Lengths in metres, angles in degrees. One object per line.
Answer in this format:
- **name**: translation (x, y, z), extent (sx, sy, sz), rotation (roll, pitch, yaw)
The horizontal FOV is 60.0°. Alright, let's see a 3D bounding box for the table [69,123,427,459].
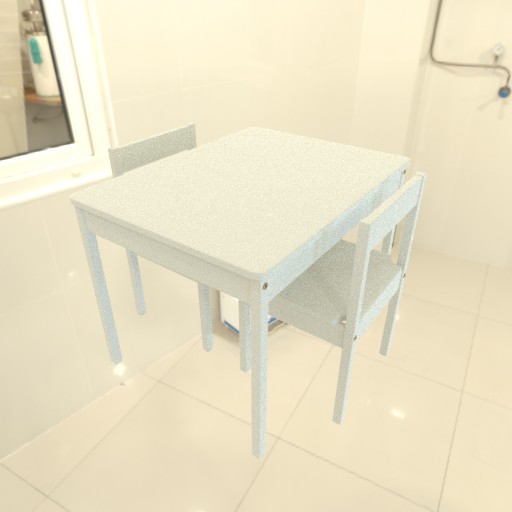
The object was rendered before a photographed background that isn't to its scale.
- **table**: translation (0.000, 0.000, 1.119), extent (0.672, 0.503, 0.650), rotation (21, 37, 30)
